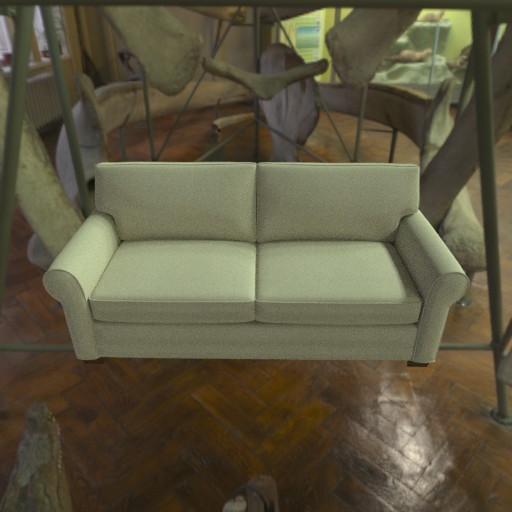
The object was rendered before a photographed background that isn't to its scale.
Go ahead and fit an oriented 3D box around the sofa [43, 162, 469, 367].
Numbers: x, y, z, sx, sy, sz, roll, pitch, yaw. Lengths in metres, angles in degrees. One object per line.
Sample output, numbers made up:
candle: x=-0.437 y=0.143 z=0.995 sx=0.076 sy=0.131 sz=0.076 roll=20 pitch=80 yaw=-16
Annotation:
sofa: x=0.000 y=0.000 z=2.640 sx=2.146 sy=0.962 sz=0.901 roll=0 pitch=30 yaw=1
